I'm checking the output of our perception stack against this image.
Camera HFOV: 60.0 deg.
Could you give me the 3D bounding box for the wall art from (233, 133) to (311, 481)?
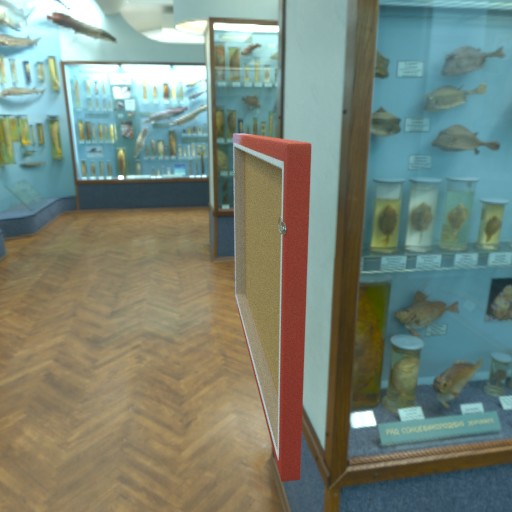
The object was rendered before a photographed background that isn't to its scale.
[{"bbox_3d":[0.000,0.000,1.168,0.040,0.609,0.913,-2,16,-8],"label":"wall art"}]
